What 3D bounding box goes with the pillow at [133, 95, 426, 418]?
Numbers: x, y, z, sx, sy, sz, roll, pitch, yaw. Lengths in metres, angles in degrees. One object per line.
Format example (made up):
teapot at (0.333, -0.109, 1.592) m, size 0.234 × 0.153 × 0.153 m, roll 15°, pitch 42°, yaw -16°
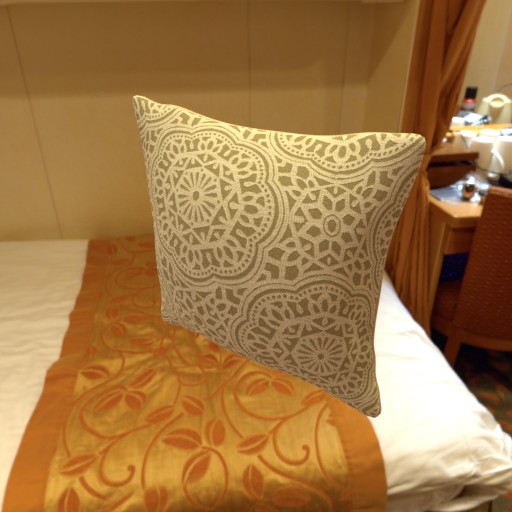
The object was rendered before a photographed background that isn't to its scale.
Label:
pillow at (0.000, 0.000, 0.662) m, size 0.438 × 0.421 × 0.167 m, roll 18°, pitch 33°, yaw 29°
